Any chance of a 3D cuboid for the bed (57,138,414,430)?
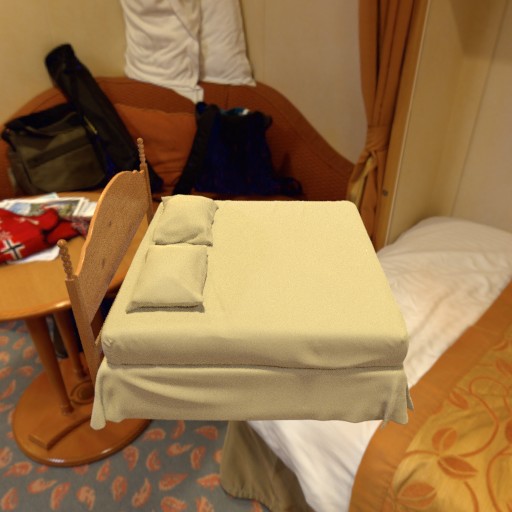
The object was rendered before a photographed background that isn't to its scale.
[{"bbox_3d":[0.000,0.000,3.595,2.219,1.355,2.322,0,32,1],"label":"bed"}]
